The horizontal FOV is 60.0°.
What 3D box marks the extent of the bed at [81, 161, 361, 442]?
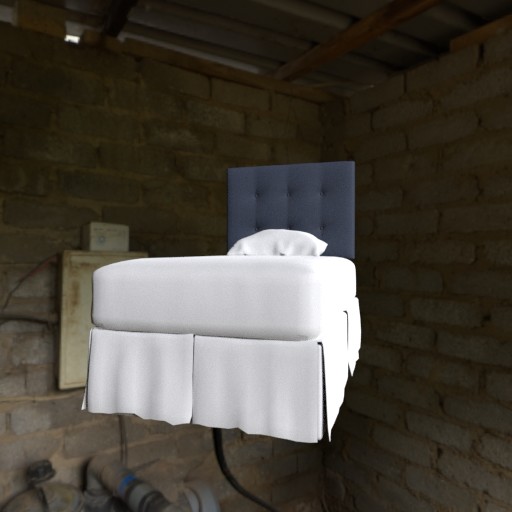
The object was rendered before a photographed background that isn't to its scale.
[{"bbox_3d":[0.000,0.000,2.966,1.261,1.571,1.997,0,1,17],"label":"bed"}]
